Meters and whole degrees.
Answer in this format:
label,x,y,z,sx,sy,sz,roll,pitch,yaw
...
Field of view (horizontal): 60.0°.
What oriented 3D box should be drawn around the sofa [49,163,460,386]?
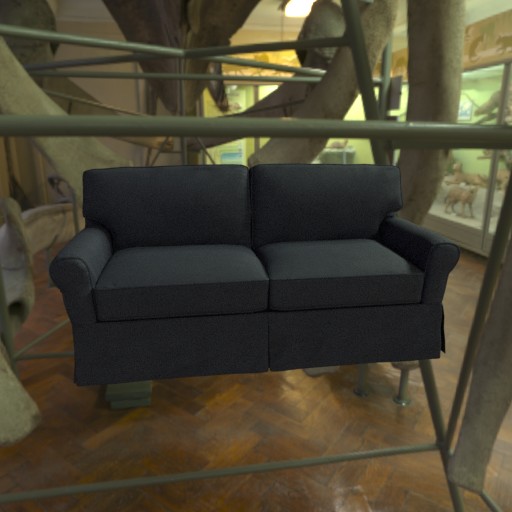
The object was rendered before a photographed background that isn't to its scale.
label,x,y,z,sx,sy,sz,roll,pitch,yaw
sofa,0.000,0.000,2.796,2.256,1.094,0.983,-2,16,-8
